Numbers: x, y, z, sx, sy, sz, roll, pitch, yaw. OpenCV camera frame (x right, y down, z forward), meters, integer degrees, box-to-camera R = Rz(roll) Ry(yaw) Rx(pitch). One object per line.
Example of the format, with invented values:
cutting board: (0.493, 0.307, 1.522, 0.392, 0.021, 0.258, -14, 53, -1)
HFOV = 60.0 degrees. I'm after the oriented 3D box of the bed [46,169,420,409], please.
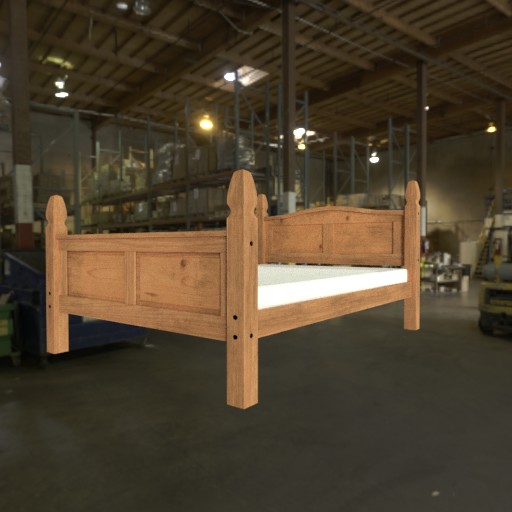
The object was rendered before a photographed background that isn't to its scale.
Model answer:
bed: (0.000, 0.000, 2.932, 1.490, 1.100, 2.069, 1, 2, 38)
